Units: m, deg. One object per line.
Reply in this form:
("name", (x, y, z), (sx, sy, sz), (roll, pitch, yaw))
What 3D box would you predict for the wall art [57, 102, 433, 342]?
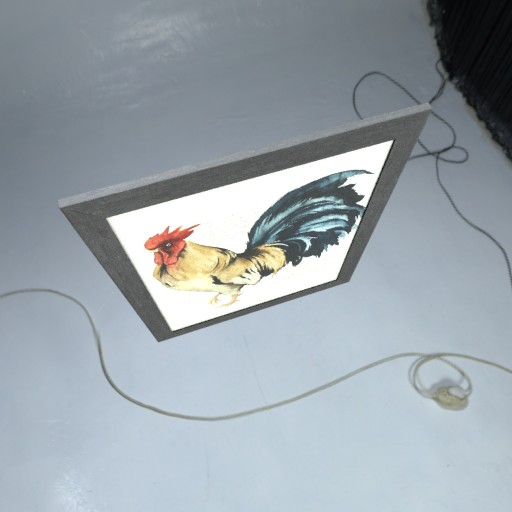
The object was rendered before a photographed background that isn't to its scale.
("wall art", (0.000, 0.000, 0.794), (0.476, 0.570, 0.013), (-17, 65, -8))
